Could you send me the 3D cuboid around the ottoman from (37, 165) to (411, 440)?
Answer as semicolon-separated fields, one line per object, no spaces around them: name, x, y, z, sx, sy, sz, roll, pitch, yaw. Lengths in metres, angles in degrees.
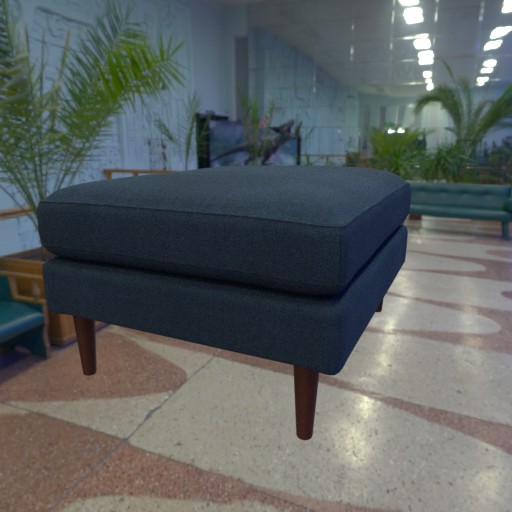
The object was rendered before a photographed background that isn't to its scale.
ottoman;0.000;0.000;1.207;0.693;0.474;0.821;7;16;25
